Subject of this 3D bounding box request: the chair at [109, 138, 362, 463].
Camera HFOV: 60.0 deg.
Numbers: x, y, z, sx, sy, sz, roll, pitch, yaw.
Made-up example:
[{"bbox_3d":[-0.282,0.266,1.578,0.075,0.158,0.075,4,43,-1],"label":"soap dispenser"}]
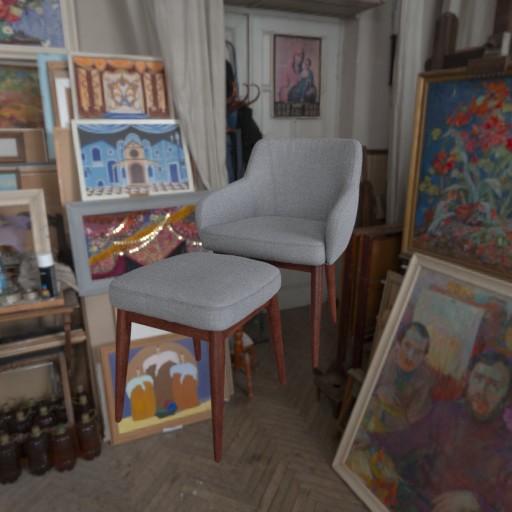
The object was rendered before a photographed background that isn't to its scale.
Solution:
[{"bbox_3d":[0.000,0.000,1.591,0.584,0.799,1.107,8,18,27],"label":"chair"}]
